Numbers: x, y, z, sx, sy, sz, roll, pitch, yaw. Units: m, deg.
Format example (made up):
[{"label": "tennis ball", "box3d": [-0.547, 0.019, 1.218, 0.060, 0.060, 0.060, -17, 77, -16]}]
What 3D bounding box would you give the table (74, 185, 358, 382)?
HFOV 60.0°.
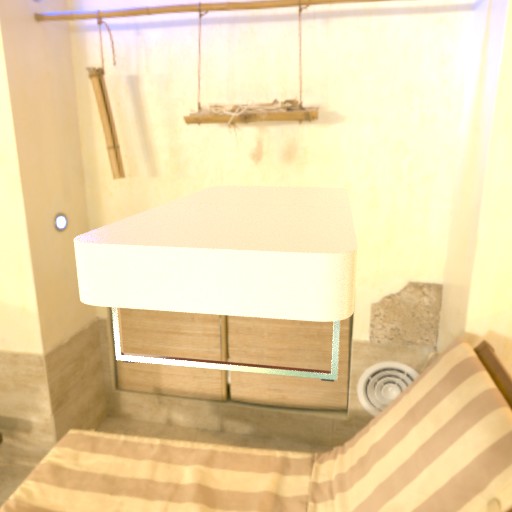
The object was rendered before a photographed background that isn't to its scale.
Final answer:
[{"label": "table", "box3d": [0.000, 0.000, 1.473, 0.600, 0.340, 1.200, 3, 15, 10]}]
